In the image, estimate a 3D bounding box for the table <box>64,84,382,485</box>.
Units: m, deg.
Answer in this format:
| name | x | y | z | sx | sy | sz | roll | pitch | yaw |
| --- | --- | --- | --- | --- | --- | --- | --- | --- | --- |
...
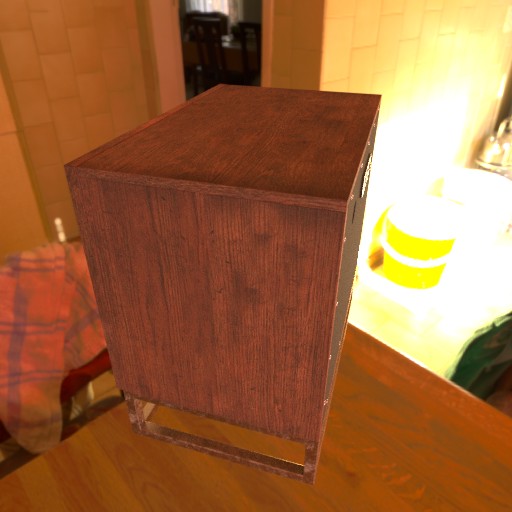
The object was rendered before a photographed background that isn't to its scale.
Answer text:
| name | x | y | z | sx | sy | sz | roll | pitch | yaw |
| --- | --- | --- | --- | --- | --- | --- | --- | --- | --- |
| table | 0.000 | 0.000 | 1.236 | 0.542 | 0.746 | 0.767 | 9 | 33 | 15 |
